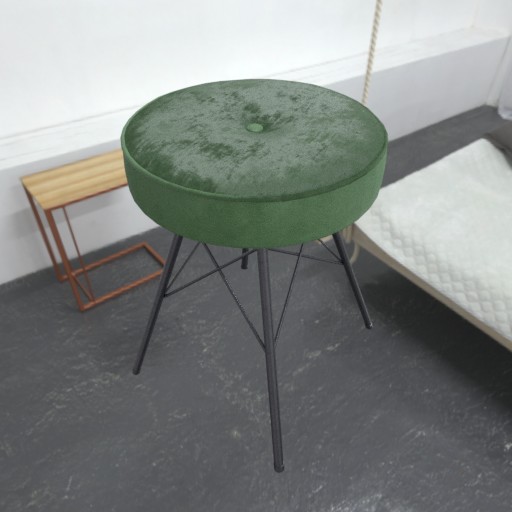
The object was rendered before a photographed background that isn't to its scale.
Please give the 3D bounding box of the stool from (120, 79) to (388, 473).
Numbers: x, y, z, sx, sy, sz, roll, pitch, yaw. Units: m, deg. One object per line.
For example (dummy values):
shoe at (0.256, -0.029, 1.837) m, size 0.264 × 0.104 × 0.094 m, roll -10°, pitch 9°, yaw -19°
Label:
stool at (0.000, 0.000, 0.903) m, size 0.430 × 0.595 × 0.457 m, roll 24°, pitch 47°, yaw 25°
